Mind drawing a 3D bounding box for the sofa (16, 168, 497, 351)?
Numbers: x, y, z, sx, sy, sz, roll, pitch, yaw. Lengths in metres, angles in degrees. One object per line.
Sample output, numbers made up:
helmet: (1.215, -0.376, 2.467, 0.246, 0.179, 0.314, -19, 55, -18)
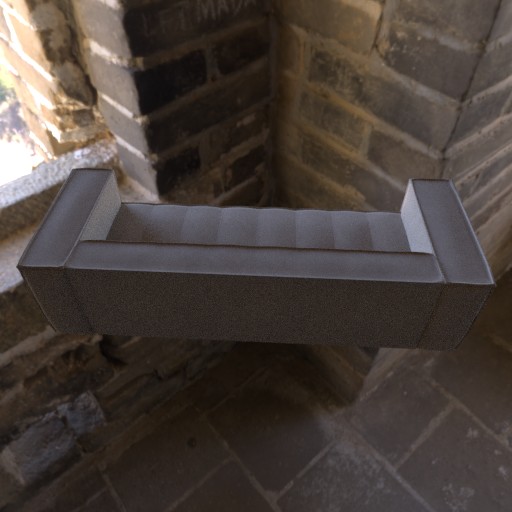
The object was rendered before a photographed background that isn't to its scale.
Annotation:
sofa: (0.000, 0.000, 2.990, 2.697, 0.680, 1.038, 2, 45, 2)
